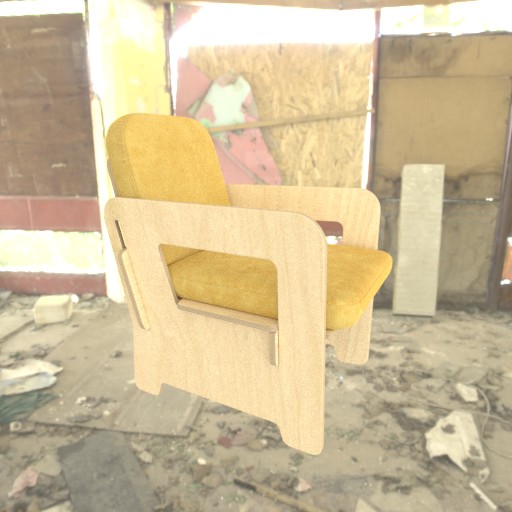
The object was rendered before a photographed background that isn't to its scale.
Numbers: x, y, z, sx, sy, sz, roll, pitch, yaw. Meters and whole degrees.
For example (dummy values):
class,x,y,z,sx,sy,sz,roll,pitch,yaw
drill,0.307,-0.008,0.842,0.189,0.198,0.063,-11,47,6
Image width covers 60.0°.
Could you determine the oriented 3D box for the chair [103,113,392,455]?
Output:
class,x,y,z,sx,sy,sz,roll,pitch,yaw
chair,0.000,0.000,1.289,0.710,0.800,0.590,7,16,25
